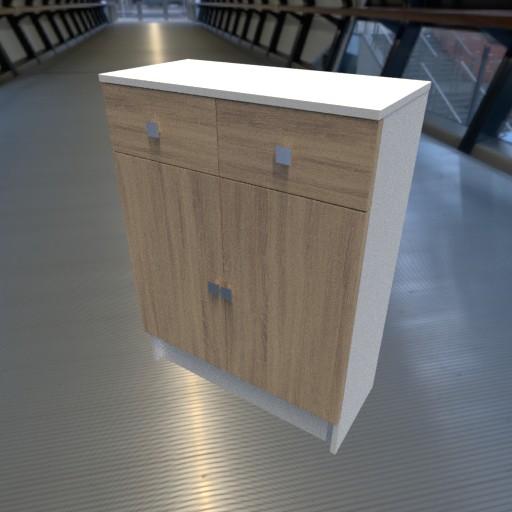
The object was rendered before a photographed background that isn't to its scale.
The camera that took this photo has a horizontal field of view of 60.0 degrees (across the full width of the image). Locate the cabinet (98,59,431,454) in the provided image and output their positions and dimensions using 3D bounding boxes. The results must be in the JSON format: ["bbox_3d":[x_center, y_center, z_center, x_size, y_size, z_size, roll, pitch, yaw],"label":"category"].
[{"bbox_3d":[0.000,0.000,1.081,0.600,0.815,0.296,18,35,28],"label":"cabinet"}]
